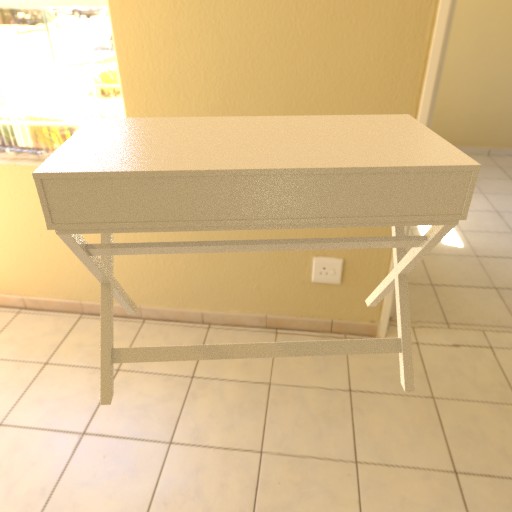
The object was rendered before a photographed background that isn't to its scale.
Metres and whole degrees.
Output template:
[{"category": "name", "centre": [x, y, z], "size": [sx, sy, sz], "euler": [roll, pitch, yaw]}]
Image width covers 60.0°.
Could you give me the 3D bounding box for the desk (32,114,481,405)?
[{"category": "desk", "centre": [0.000, 0.000, 1.457], "size": [1.059, 0.780, 0.509], "euler": [-1, 31, -2]}]
